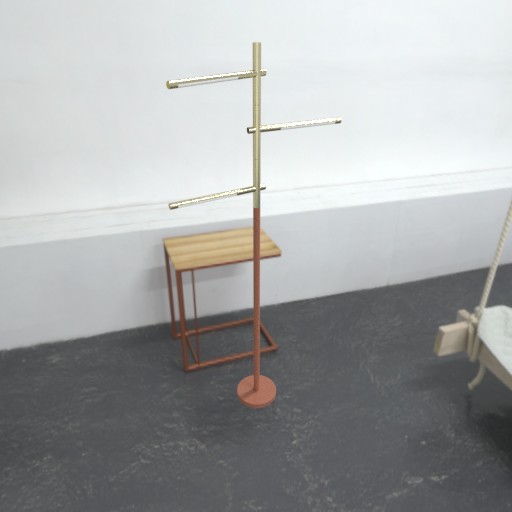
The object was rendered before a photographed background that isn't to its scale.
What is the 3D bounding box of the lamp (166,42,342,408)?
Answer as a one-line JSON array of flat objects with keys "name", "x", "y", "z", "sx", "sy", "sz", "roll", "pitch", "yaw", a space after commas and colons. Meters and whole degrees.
[{"name": "lamp", "x": 0.000, "y": 0.000, "z": 1.958, "sx": 0.737, "sy": 1.704, "sz": 0.209, "roll": -21, "pitch": 36, "yaw": -32}]
